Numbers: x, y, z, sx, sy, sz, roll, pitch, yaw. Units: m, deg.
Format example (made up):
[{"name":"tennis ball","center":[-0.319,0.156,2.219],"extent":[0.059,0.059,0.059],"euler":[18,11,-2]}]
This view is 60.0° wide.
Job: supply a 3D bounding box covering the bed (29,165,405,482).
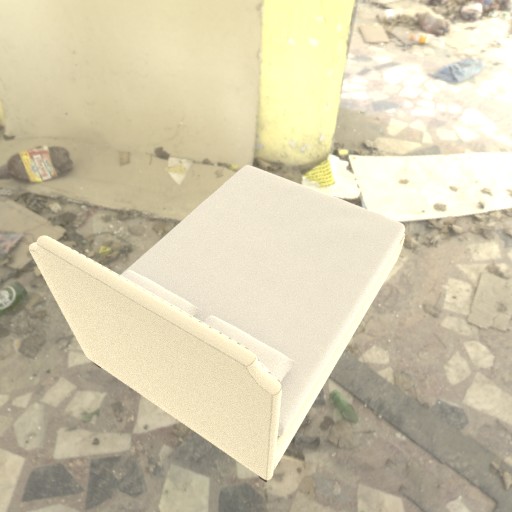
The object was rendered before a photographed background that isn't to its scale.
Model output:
[{"name":"bed","center":[0.000,0.000,3.390],"extent":[1.712,1.497,2.372],"euler":[25,51,22]}]
